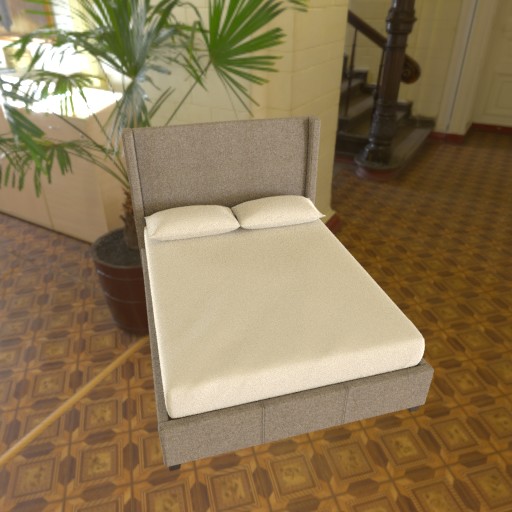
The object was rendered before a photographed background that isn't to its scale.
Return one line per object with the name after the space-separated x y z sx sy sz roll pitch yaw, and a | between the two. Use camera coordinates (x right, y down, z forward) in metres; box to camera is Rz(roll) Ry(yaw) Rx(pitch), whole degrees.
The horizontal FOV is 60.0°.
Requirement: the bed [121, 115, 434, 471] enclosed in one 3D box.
0.000 0.000 3.339 1.714 1.481 2.245 -8 32 -13 | bed
